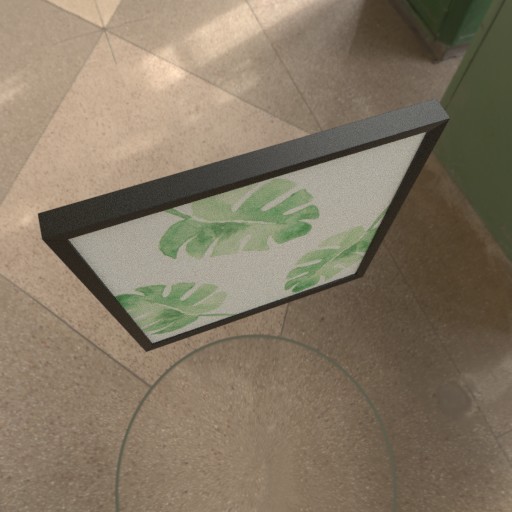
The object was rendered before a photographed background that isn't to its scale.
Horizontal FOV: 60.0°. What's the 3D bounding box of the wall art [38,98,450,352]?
[{"bbox_3d":[0.000,0.000,0.754,0.508,0.508,0.036,-18,66,-9],"label":"wall art"}]
